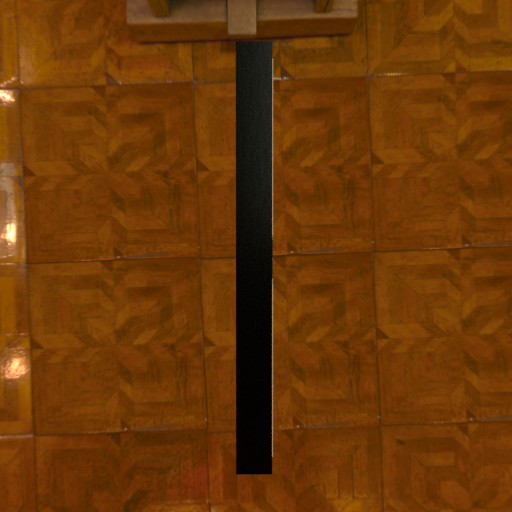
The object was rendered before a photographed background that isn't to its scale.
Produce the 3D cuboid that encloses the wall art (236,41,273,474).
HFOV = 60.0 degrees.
[{"bbox_3d":[0.000,0.000,0.738,0.039,0.553,0.451,0,91,0],"label":"wall art"}]
